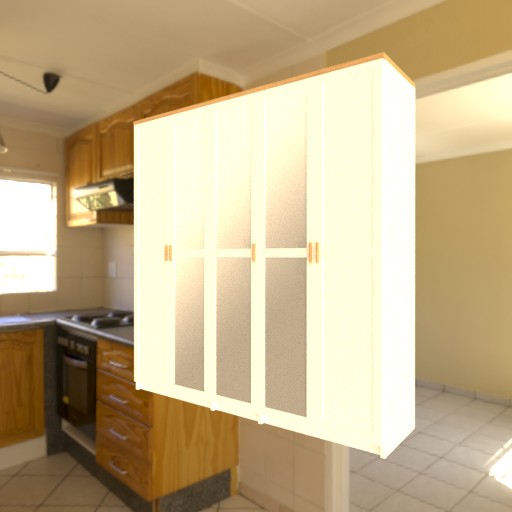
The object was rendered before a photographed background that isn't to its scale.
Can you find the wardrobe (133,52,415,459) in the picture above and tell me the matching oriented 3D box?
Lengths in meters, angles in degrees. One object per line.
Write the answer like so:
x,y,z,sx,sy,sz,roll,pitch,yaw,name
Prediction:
0.000,0.000,3.315,2.160,2.260,0.590,0,0,36,wardrobe
